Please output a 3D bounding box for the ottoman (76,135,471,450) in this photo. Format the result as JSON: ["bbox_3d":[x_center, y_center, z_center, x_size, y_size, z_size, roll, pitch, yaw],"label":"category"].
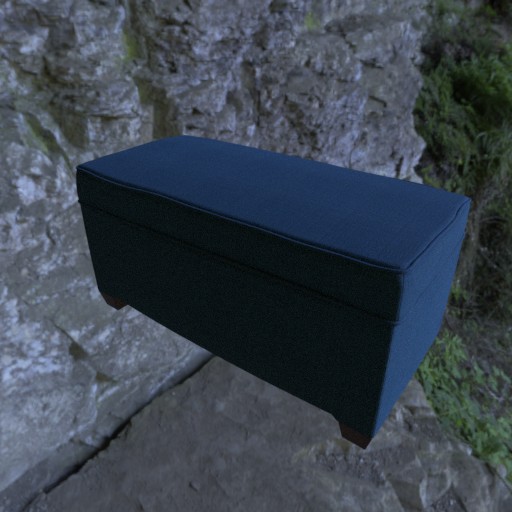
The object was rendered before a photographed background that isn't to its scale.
[{"bbox_3d":[0.000,0.000,1.207,0.943,0.474,0.474,20,35,32],"label":"ottoman"}]
